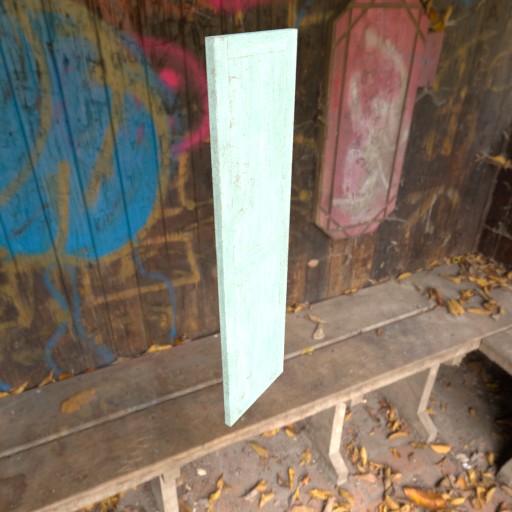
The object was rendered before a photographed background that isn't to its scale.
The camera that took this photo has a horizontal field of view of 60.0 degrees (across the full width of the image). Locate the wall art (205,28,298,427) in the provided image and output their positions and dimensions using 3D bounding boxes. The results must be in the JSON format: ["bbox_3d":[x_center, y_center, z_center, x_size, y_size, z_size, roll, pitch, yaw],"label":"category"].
[{"bbox_3d":[0.000,0.000,1.350,0.025,1.219,0.329,21,36,31],"label":"wall art"}]
